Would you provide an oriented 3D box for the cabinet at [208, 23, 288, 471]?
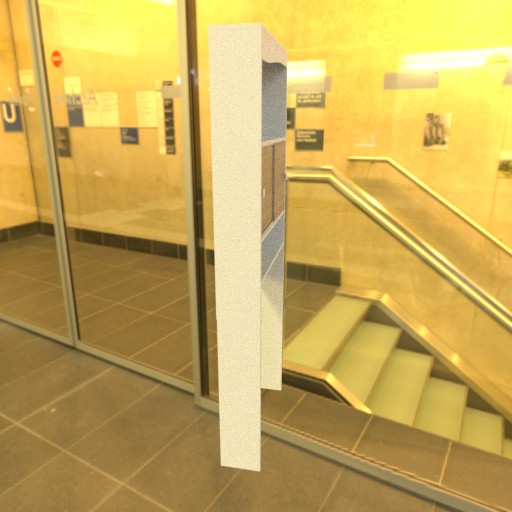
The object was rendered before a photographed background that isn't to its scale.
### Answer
[{"bbox_3d":[0.000,0.000,2.001,0.192,1.770,0.643,3,17,11],"label":"cabinet"}]
